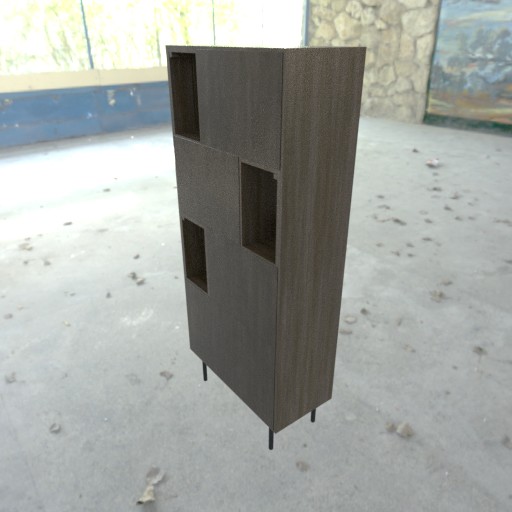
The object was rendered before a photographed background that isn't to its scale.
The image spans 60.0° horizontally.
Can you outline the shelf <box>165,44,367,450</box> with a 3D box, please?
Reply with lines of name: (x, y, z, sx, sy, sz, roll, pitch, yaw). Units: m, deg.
shelf: (0.000, 0.000, 1.803, 0.323, 1.545, 0.670, -19, 32, -33)
